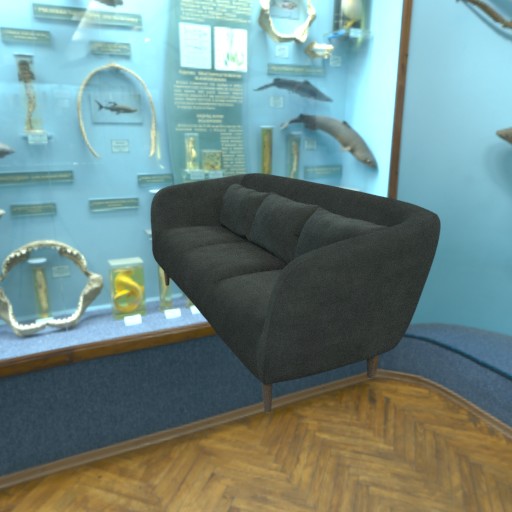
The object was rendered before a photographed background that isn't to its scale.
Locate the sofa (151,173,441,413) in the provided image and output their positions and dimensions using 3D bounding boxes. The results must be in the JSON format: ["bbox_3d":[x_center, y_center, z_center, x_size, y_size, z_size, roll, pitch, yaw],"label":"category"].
[{"bbox_3d":[0.000,0.000,2.791,0.956,0.875,2.296,-7,17,-24],"label":"sofa"}]
